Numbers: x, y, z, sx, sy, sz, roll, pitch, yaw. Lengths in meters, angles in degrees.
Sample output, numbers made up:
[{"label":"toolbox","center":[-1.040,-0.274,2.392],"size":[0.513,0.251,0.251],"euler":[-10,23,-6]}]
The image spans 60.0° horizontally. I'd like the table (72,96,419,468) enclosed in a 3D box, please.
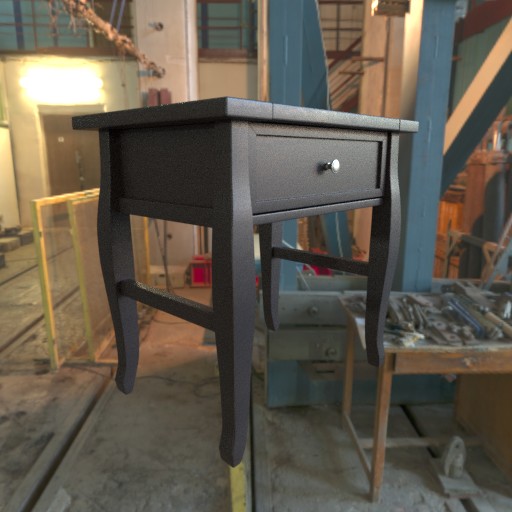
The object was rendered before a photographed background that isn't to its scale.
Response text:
[{"label":"table","center":[0.000,0.000,1.021],"size":[0.460,0.605,0.602],"euler":[12,17,42]}]
